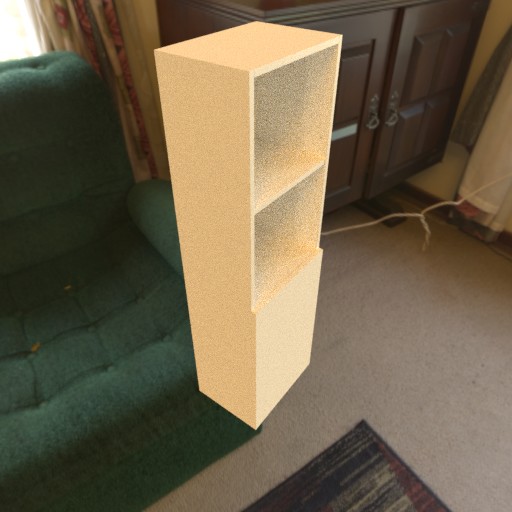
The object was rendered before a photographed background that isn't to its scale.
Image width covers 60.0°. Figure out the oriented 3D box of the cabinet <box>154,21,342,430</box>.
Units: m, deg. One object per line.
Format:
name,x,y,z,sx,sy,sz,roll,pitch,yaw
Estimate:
cabinet,0.000,0.000,1.516,0.300,1.350,0.400,25,45,28
